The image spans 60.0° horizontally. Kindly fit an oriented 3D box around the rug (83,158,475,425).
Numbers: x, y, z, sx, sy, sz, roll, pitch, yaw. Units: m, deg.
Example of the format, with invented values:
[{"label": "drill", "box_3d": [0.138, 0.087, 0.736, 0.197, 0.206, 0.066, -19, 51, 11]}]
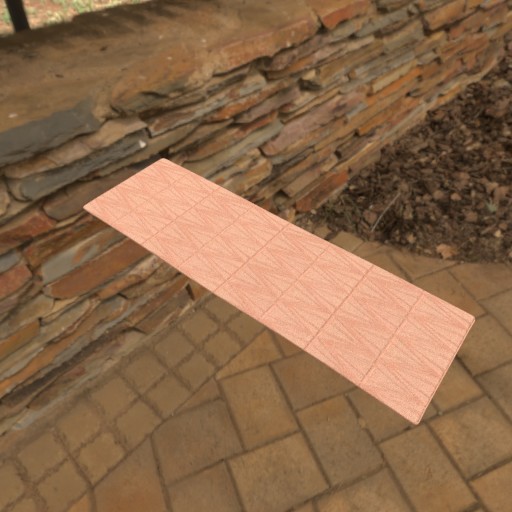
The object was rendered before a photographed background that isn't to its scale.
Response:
[{"label": "rug", "box_3d": [0.000, 0.000, 2.706, 2.435, 0.015, 0.760, 30, 53, 25]}]
